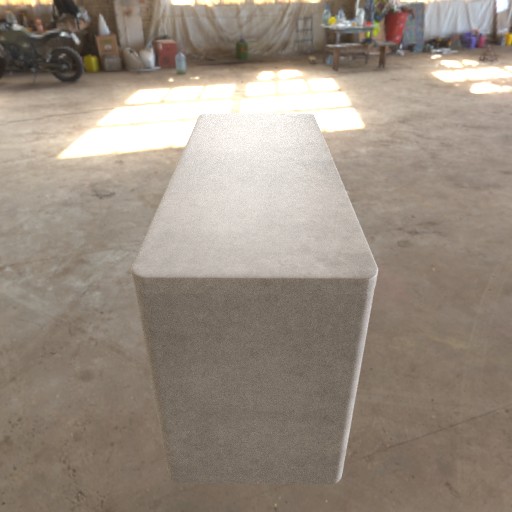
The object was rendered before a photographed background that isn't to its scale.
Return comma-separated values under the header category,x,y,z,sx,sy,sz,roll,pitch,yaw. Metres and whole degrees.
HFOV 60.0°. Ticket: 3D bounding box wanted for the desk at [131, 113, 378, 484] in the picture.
category,x,y,z,sx,sy,sz,roll,pitch,yaw
desk,0.000,0.000,1.737,0.550,0.755,1.400,0,32,0
